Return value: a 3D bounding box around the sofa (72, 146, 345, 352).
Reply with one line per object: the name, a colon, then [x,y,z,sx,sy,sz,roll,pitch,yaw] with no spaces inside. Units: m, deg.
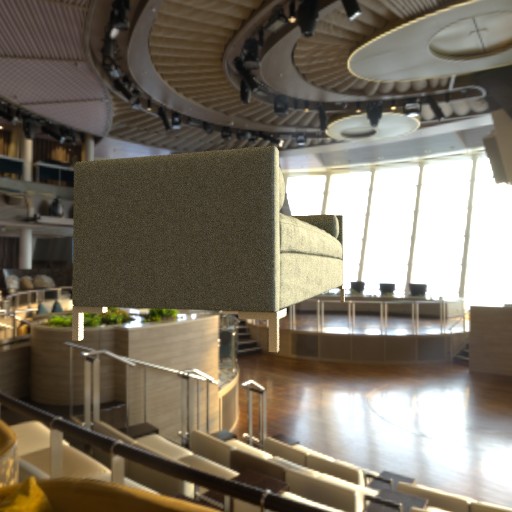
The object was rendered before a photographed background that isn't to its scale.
sofa: [0.000,0.000,2.496,0.797,0.657,2.102,0,-1,17]
